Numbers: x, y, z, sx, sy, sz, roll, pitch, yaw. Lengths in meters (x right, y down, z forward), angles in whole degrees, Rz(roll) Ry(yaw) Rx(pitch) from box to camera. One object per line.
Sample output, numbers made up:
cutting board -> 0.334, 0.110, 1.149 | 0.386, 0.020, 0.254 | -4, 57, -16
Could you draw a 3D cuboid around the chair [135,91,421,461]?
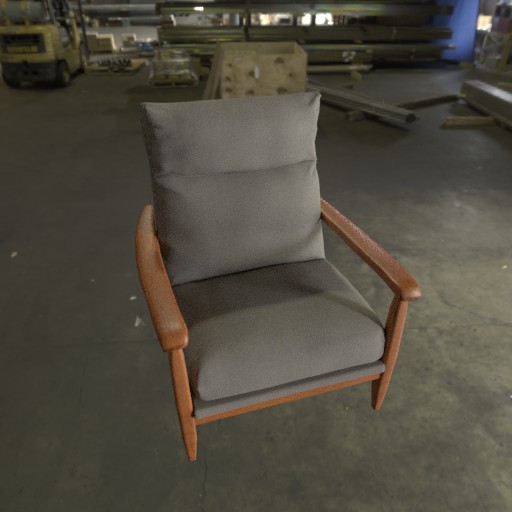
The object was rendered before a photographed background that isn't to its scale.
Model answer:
chair -> 0.000, 0.000, 1.504 | 0.782, 0.922, 0.816 | -9, 33, -15
